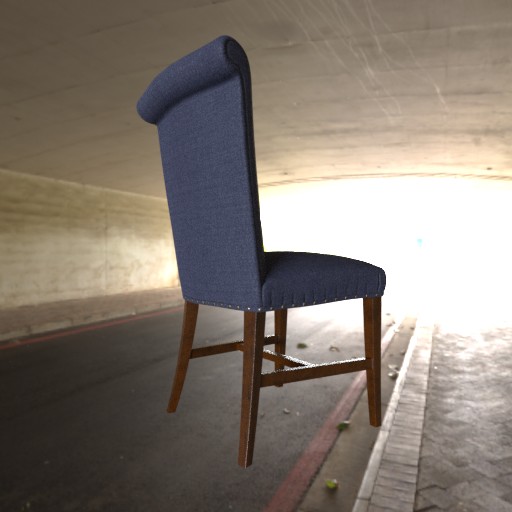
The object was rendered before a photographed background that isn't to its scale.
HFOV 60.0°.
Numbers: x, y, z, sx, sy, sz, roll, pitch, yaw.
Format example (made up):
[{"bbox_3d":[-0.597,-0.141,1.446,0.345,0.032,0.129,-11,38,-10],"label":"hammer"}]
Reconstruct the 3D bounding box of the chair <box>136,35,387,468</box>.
[{"bbox_3d":[0.000,0.000,1.325,0.608,0.988,0.513,0,1,-35],"label":"chair"}]
